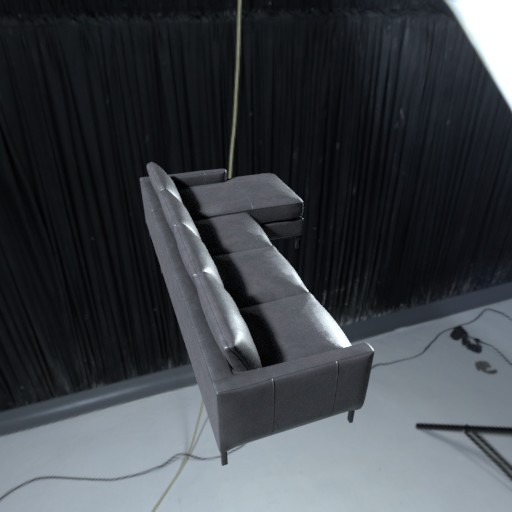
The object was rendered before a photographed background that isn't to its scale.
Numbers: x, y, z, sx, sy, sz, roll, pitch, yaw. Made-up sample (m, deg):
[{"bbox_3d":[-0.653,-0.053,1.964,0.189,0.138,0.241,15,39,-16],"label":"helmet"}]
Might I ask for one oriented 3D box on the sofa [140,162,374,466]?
[{"bbox_3d":[0.000,0.000,3.650,1.471,0.859,2.993,-11,33,-17],"label":"sofa"}]
